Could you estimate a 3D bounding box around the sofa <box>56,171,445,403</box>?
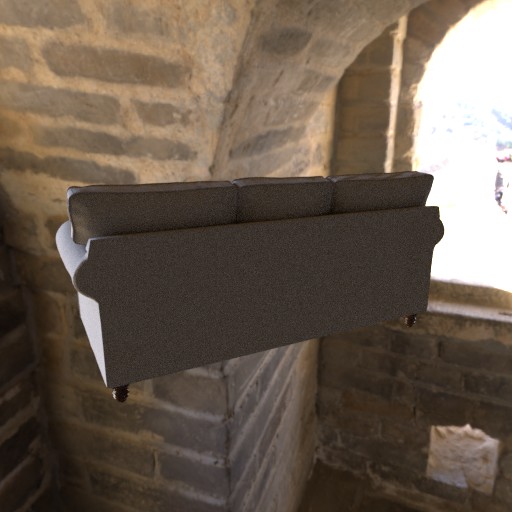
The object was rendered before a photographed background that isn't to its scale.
[{"bbox_3d":[0.000,0.000,2.586,2.084,0.961,0.916,-8,17,-27],"label":"sofa"}]
